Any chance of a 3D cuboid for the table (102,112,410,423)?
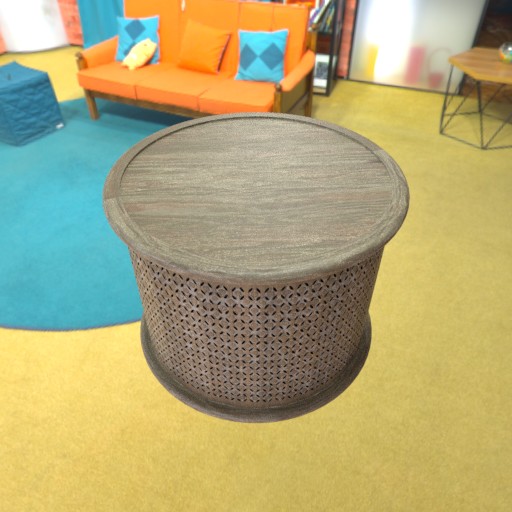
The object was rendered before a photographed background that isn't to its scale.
[{"bbox_3d":[0.000,0.000,1.045,0.607,0.450,0.607,0,41,0],"label":"table"}]
